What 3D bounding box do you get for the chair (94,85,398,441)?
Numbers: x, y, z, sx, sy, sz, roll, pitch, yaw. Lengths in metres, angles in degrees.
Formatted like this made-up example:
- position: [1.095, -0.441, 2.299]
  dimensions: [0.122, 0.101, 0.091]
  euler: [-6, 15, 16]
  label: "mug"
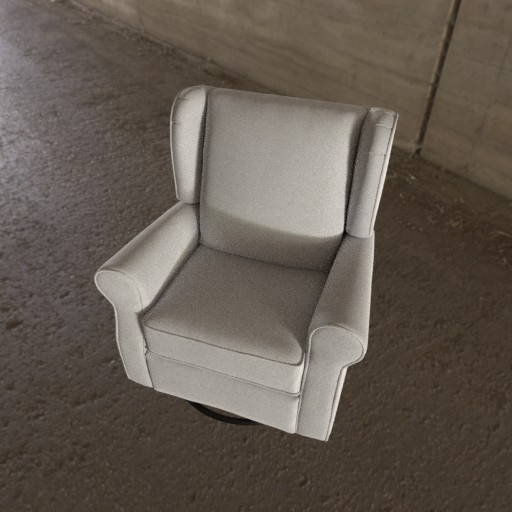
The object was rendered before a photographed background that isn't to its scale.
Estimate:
- position: [0.000, 0.000, 1.664]
  dimensions: [0.906, 0.967, 0.854]
  euler: [13, 43, 14]
  label: "chair"
